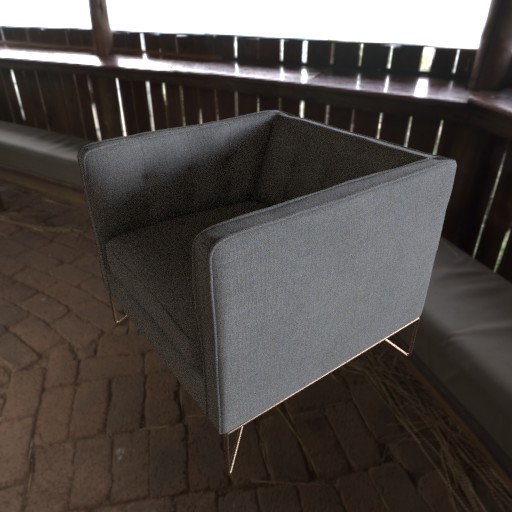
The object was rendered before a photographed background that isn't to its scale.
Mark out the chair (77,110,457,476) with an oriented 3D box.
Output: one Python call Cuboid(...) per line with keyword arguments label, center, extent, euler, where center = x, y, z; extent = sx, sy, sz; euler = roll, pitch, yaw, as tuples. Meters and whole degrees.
Cuboid(label="chair", center=(0.000, 0.000, 1.637), extent=(0.912, 0.799, 0.920), euler=(-20, 36, -31))
